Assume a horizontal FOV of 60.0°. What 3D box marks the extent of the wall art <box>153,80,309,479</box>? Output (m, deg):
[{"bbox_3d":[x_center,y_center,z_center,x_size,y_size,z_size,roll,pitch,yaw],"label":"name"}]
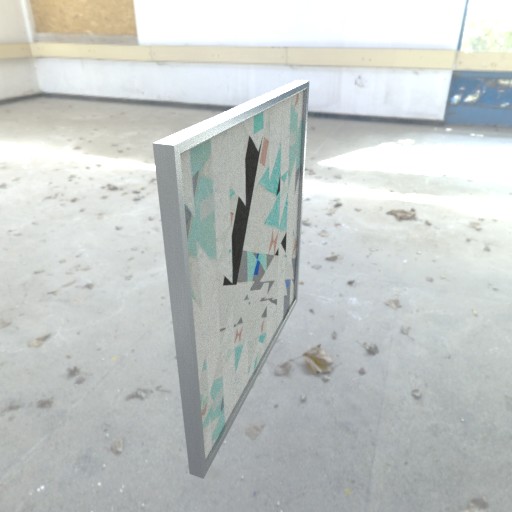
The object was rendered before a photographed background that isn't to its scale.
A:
[{"bbox_3d":[0.000,0.000,1.212,0.038,0.806,0.806,10,30,18],"label":"wall art"}]
